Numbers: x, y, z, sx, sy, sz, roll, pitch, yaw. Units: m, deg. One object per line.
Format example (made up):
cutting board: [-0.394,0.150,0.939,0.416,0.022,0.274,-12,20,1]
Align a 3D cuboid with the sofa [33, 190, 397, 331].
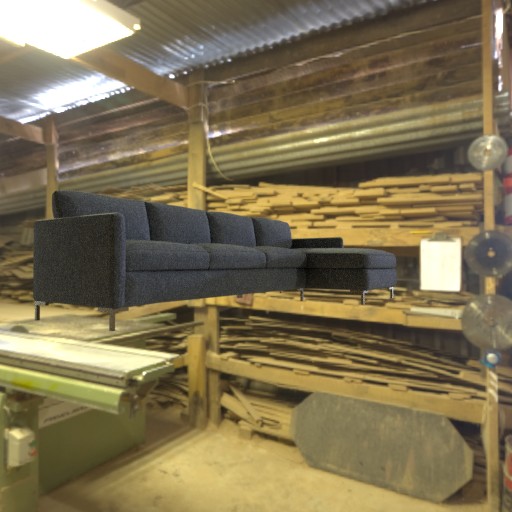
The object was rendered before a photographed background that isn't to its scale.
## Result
sofa: [0.000,0.000,3.515,1.350,0.810,2.932,-1,-1,35]
